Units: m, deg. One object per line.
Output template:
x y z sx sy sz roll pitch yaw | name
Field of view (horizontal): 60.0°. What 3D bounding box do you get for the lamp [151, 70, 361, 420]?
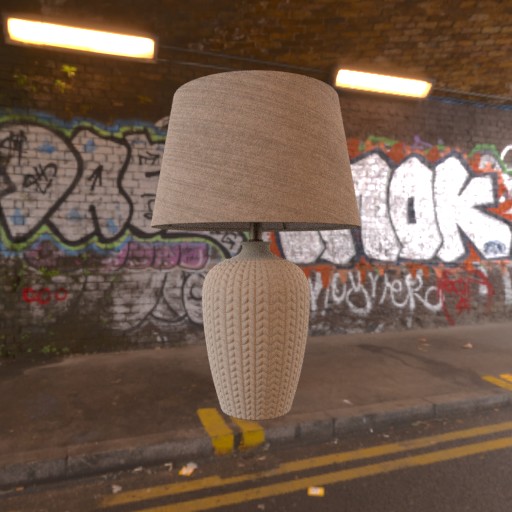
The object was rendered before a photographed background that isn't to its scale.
0.000 0.000 0.844 0.390 0.580 0.390 0 1 0 | lamp
